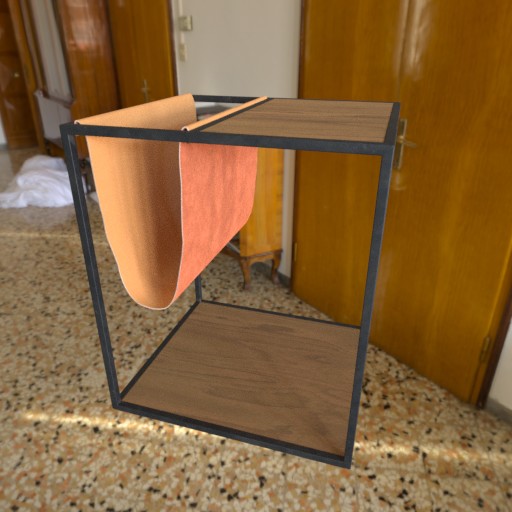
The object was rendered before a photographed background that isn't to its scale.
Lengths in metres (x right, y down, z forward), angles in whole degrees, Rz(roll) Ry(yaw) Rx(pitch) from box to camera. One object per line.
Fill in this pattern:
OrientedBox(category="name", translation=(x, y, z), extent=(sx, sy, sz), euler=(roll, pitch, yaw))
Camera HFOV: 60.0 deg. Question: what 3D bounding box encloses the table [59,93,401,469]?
OrientedBox(category="table", translation=(0.000, 0.000, 0.842), extent=(0.450, 0.536, 0.399), euler=(8, 27, 16))
